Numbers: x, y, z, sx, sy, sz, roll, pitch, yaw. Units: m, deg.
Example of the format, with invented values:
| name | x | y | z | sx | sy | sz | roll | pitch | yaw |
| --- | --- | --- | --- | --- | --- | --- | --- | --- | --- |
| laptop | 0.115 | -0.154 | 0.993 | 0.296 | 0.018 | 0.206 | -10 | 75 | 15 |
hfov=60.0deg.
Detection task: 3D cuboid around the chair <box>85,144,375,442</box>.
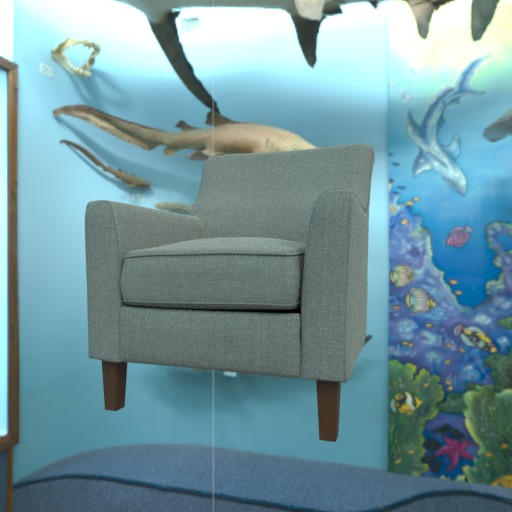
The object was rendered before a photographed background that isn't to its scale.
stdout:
| name | x | y | z | sx | sy | sz | roll | pitch | yaw |
| --- | --- | --- | --- | --- | --- | --- | --- | --- | --- |
| chair | 0.000 | 0.000 | 1.784 | 0.887 | 1.047 | 0.993 | 0 | 0 | 20 |
